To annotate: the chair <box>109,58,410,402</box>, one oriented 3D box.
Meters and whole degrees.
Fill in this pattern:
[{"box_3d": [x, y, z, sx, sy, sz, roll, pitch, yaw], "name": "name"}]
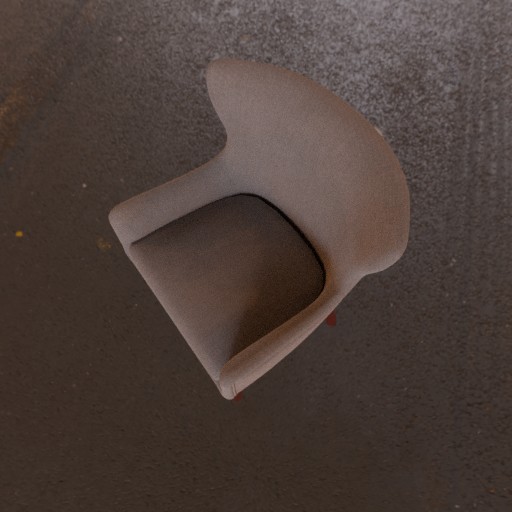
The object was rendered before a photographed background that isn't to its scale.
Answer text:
[{"box_3d": [0.000, 0.000, 1.459, 0.677, 0.948, 0.732, -33, 68, -15], "name": "chair"}]
